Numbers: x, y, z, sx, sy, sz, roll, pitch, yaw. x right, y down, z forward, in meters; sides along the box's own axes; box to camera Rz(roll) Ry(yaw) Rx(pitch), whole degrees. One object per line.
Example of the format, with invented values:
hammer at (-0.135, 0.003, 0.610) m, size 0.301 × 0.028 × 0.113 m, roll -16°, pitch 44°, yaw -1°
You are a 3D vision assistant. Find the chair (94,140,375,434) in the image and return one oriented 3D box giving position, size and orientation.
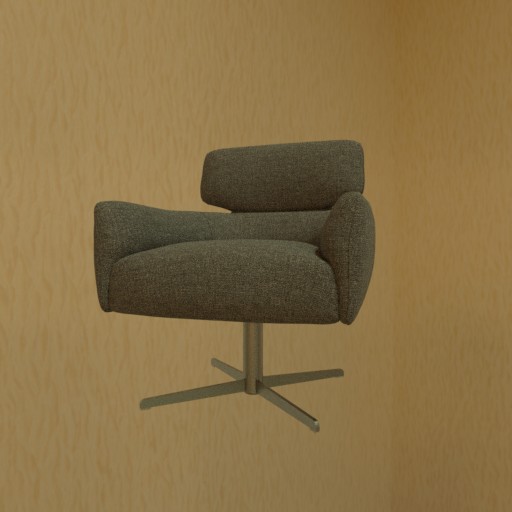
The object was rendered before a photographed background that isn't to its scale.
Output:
chair at (0.000, 0.000, 1.345) m, size 0.706 × 0.812 × 0.715 m, roll 0°, pitch 1°, yaw 18°
